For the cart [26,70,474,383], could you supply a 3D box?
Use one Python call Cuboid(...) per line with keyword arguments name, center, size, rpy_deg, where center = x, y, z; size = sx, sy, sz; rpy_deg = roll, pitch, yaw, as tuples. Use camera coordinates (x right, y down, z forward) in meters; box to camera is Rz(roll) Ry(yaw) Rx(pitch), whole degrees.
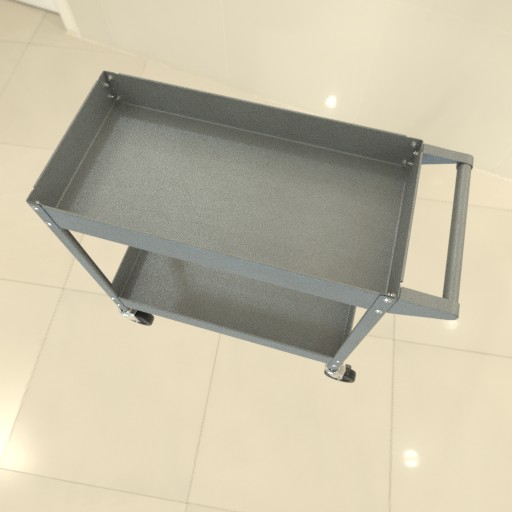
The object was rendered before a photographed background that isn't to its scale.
Cuboid(name="cart", center=(0.000, 0.000, 1.139), size=(0.779, 0.719, 0.366), rpy_deg=(15, 66, 7))
